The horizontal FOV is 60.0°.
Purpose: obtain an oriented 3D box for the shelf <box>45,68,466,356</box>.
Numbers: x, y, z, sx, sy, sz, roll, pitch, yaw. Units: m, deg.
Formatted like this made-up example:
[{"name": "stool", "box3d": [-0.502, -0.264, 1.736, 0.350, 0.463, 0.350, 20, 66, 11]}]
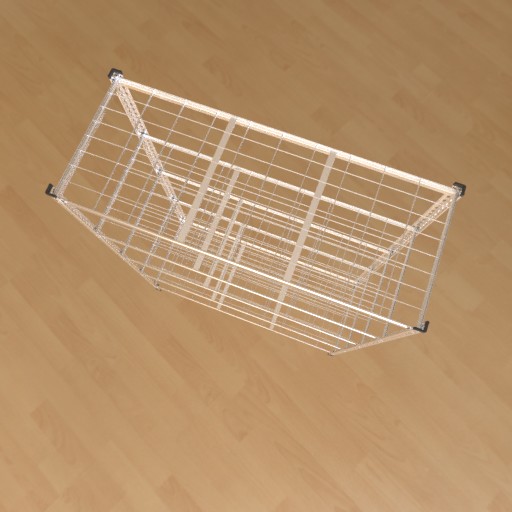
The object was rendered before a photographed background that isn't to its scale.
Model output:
[{"name": "shelf", "box3d": [0.000, 0.000, 2.674, 1.524, 1.981, 0.610, 20, 76, 5]}]
